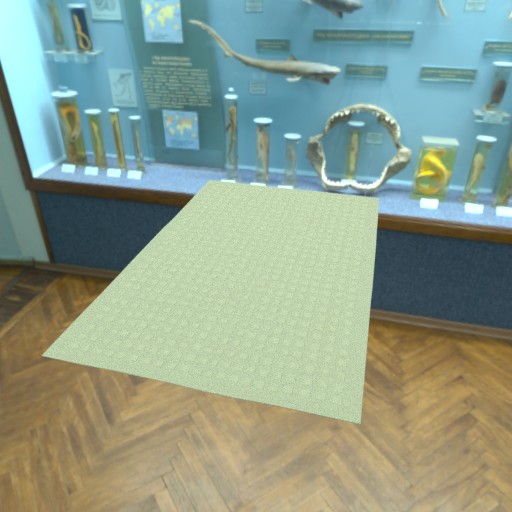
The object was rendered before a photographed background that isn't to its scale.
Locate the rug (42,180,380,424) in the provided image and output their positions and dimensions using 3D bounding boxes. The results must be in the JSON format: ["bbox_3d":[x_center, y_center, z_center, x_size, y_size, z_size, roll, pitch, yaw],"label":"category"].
[{"bbox_3d":[0.000,0.000,2.206,1.143,0.006,1.747,8,33,13],"label":"rug"}]
